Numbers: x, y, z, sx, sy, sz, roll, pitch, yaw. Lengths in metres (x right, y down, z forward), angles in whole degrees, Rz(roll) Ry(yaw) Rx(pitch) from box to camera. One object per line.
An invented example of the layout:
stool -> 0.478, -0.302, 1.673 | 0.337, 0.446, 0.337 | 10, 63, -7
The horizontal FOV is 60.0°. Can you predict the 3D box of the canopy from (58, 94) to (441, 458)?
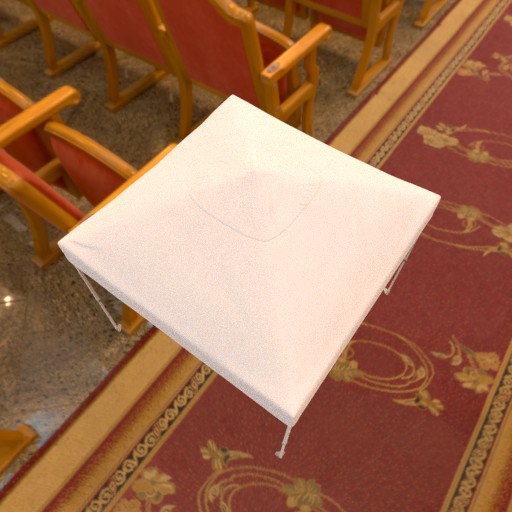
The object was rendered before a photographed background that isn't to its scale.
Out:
canopy -> 0.000, 0.000, 5.418 | 2.998, 2.997, 2.996 | 32, 63, 19
